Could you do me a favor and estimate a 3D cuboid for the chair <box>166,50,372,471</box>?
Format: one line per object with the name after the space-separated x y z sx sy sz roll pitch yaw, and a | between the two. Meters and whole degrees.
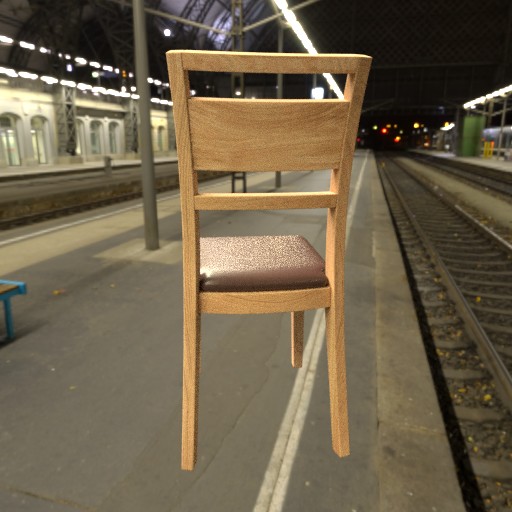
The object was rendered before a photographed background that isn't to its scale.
0.000 0.000 1.204 0.420 0.940 0.545 -2 15 -7 | chair
